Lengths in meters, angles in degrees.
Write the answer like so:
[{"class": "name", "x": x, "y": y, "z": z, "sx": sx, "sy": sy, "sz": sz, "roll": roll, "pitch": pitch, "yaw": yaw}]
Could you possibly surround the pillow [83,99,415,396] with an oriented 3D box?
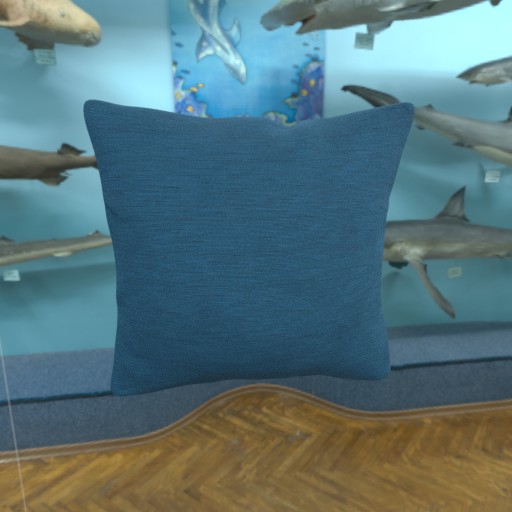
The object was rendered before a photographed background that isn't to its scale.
[{"class": "pillow", "x": 0.000, "y": 0.000, "z": 0.632, "sx": 0.437, "sy": 0.420, "sz": 0.177, "roll": -2, "pitch": 14, "yaw": -7}]
